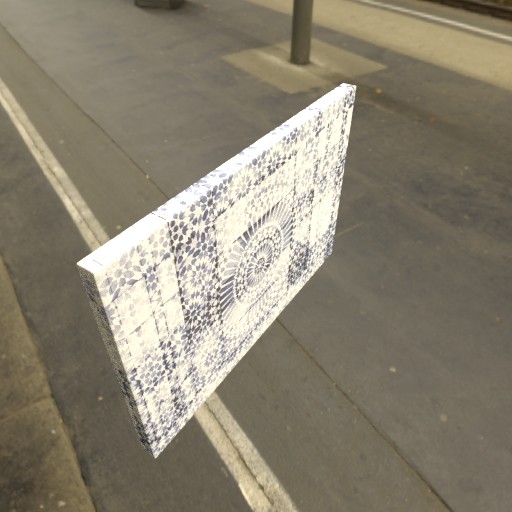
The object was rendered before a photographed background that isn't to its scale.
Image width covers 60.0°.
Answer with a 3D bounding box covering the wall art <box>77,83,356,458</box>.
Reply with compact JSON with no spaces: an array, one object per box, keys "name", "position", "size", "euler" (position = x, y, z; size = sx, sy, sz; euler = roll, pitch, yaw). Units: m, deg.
[{"name":"wall art","position":[0.000,0.000,0.764],"size":[0.030,0.406,0.608],"euler":[24,47,25]}]
